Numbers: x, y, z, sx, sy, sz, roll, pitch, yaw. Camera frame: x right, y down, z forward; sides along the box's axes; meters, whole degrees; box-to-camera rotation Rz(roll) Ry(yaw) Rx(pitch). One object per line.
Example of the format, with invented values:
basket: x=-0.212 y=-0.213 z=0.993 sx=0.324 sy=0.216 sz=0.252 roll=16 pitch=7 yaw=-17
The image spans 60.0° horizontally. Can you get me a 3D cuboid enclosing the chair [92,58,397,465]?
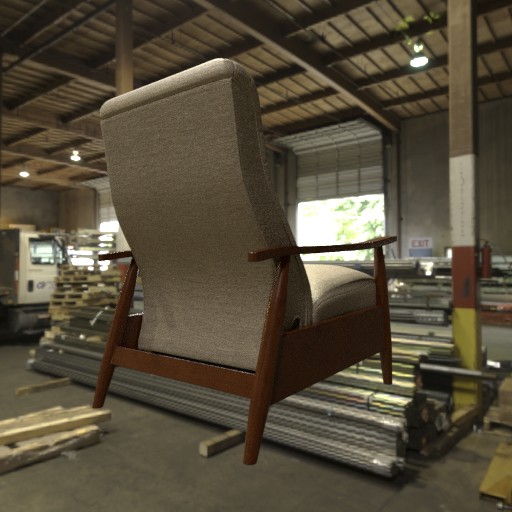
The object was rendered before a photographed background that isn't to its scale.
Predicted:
chair: x=0.000 y=0.000 z=1.744 sx=0.762 sy=1.082 sz=1.014 roll=0 pitch=-1 yaw=38
